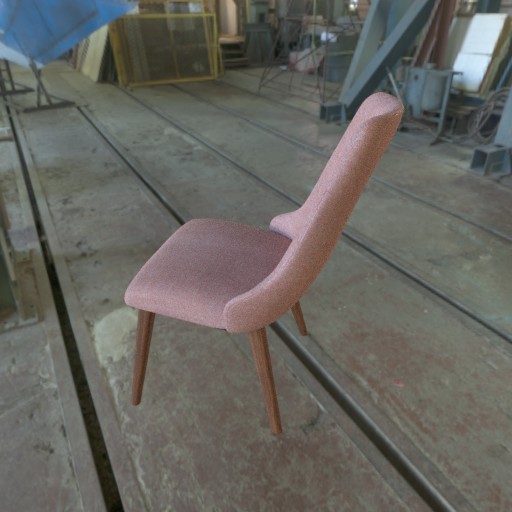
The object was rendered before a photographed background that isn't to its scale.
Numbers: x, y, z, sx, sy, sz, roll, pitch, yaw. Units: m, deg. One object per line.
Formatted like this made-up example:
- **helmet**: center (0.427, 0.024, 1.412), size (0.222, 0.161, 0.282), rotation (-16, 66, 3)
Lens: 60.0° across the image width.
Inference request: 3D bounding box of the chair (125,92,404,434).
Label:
- **chair**: center (0.000, 0.000, 1.331), size (0.707, 0.918, 0.535), rotation (8, 31, 14)
